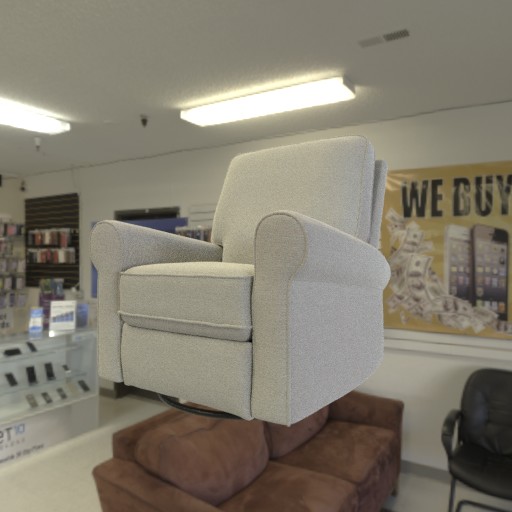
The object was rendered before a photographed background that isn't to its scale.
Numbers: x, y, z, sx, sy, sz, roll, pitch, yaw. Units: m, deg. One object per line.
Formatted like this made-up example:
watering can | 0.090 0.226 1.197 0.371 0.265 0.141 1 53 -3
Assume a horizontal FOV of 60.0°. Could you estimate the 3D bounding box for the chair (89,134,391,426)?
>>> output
chair | 0.000 0.000 1.658 0.890 0.960 0.878 0 1 35
